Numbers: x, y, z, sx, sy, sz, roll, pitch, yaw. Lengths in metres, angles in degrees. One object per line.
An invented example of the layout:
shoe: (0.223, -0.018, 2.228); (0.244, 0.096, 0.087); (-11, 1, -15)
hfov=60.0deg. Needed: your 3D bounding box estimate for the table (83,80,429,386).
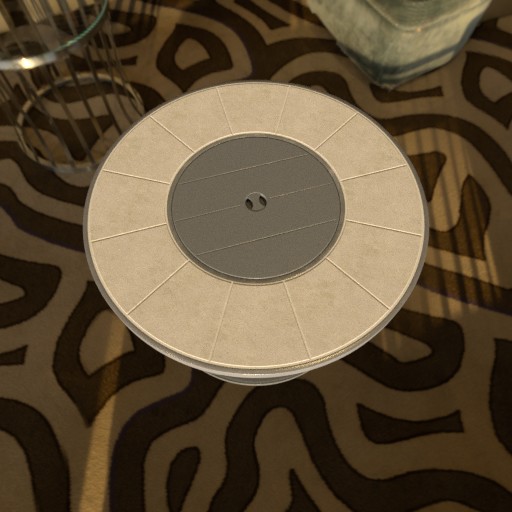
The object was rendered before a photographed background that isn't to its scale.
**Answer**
table: (0.000, 0.000, 1.479); (0.914, 0.650, 0.914); (0, 63, 0)
